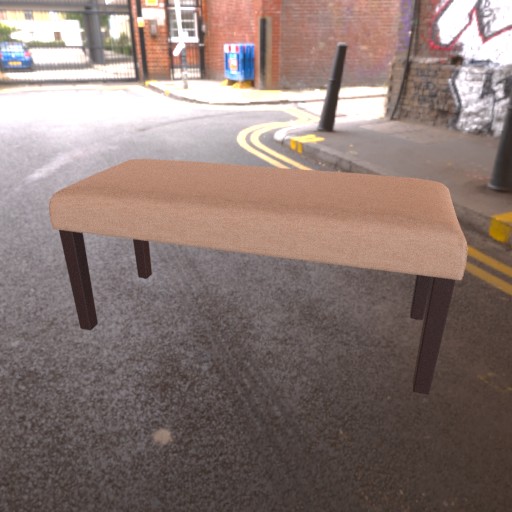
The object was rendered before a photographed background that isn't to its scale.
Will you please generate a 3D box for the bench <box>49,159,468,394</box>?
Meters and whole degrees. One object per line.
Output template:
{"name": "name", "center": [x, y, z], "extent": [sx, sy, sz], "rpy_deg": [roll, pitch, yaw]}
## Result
{"name": "bench", "center": [0.000, 0.000, 1.266], "extent": [1.013, 0.456, 0.407], "rpy_deg": [7, 26, 15]}
